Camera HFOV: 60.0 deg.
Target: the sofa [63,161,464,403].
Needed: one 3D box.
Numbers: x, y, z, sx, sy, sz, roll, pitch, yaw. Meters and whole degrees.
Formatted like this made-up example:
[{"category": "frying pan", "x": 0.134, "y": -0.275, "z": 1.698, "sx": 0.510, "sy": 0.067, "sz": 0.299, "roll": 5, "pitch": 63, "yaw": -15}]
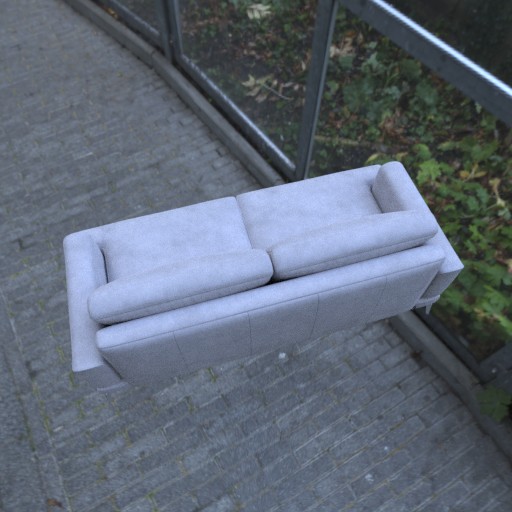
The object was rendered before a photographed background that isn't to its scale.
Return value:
[{"category": "sofa", "x": 0.000, "y": 0.000, "z": 2.510, "sx": 2.013, "sy": 0.830, "sz": 0.980, "roll": -14, "pitch": 60, "yaw": -8}]
